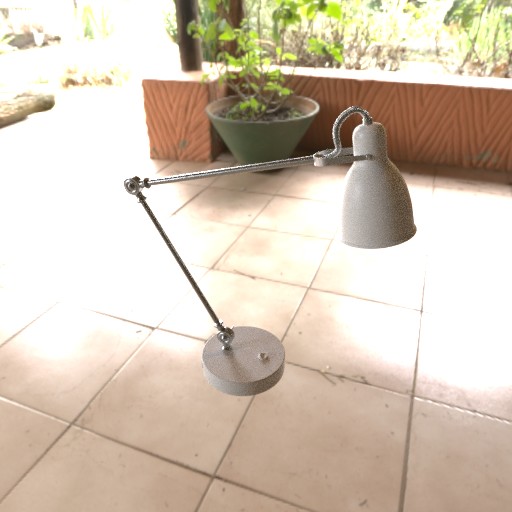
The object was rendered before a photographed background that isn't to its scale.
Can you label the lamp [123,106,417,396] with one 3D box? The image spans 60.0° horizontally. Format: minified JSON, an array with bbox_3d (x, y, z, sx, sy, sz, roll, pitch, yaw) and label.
[{"bbox_3d":[0.000,0.000,0.860,0.561,0.587,0.187,10,31,17],"label":"lamp"}]
